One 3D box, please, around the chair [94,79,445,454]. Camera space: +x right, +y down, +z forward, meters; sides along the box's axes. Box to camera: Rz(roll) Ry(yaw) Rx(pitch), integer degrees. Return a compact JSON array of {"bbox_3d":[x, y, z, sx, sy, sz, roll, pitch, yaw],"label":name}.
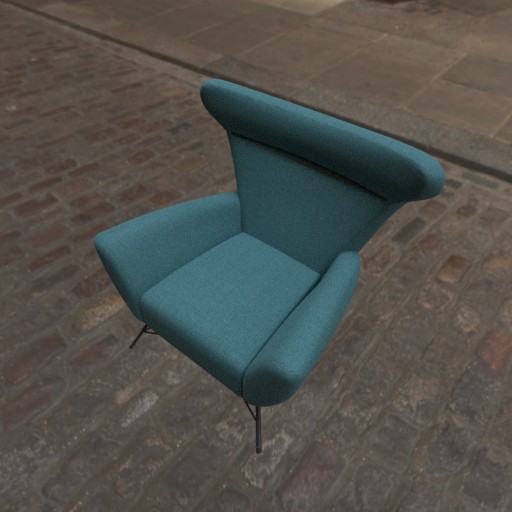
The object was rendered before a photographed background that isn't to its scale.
[{"bbox_3d":[0.000,0.000,1.764,1.050,0.980,0.900,30,52,26],"label":"chair"}]
